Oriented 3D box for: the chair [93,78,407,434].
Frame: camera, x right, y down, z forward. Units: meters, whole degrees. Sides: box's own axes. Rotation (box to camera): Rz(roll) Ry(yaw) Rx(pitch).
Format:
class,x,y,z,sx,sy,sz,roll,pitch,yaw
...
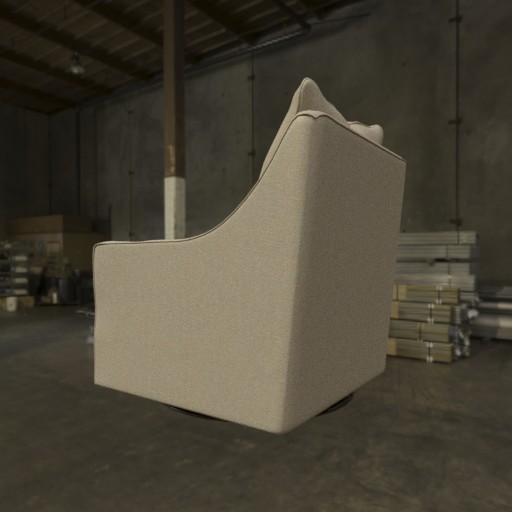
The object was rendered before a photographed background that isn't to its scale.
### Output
class,x,y,z,sx,sy,sz,roll,pitch,yaw
chair,0.000,0.000,1.596,0.876,0.942,0.760,0,0,35
